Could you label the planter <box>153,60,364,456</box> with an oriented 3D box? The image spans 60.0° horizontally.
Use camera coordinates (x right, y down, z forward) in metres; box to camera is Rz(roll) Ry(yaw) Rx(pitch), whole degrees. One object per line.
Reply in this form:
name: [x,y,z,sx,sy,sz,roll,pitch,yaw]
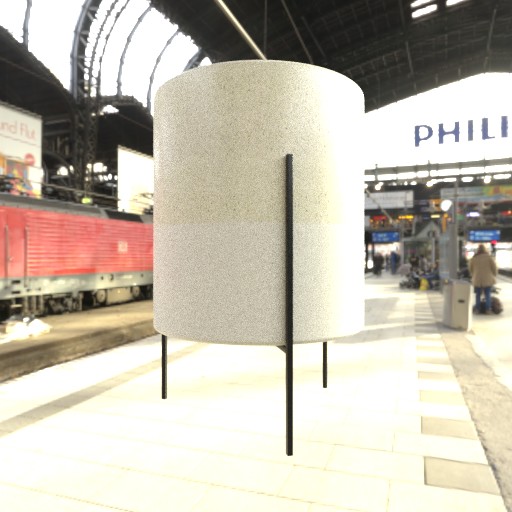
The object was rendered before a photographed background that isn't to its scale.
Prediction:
planter: [0.000,0.000,0.702,0.333,0.483,0.324,0,0,17]
